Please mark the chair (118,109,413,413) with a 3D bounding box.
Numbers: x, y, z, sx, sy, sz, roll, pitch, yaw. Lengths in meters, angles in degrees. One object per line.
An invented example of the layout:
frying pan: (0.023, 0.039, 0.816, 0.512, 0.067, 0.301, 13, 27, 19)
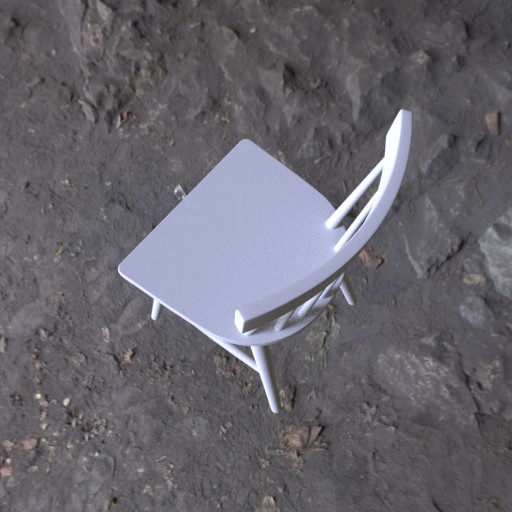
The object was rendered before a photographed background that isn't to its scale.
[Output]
chair: (0.000, 0.000, 1.079, 0.500, 0.787, 0.483, 35, 69, 15)
